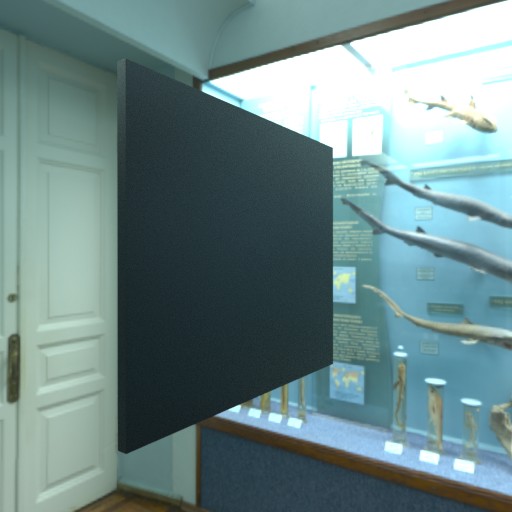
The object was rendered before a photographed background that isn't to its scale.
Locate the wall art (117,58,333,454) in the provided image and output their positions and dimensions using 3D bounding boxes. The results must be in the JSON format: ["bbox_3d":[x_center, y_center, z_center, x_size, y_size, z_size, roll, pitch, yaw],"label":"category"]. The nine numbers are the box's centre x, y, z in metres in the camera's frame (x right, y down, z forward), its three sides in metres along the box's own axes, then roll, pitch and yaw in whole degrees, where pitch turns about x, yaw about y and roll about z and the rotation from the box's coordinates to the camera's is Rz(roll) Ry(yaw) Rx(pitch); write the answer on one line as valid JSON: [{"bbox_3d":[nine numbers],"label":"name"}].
[{"bbox_3d":[0.000,0.000,0.528,0.012,0.332,0.383,0,0,36],"label":"wall art"}]
